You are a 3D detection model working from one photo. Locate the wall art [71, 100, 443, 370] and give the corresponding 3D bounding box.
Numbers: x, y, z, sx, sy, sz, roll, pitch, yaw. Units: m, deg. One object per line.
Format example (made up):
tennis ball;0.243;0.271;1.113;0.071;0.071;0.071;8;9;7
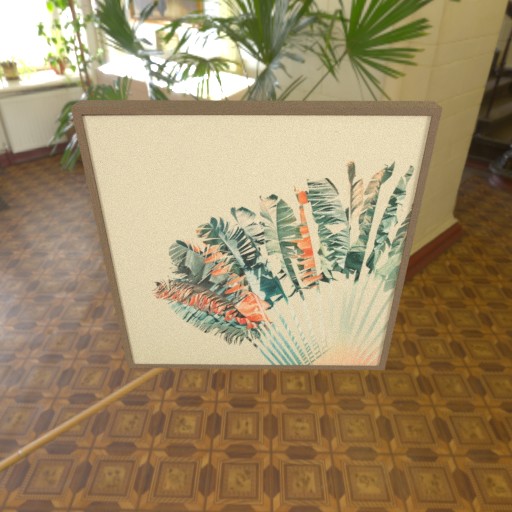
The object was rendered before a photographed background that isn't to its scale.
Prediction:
wall art;0.000;0.000;0.758;0.508;0.506;0.038;0;32;0
